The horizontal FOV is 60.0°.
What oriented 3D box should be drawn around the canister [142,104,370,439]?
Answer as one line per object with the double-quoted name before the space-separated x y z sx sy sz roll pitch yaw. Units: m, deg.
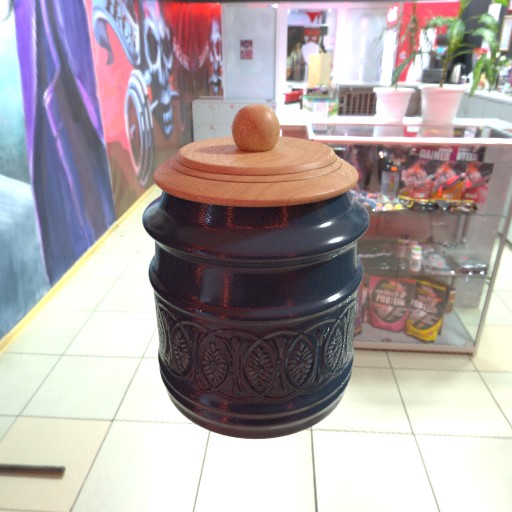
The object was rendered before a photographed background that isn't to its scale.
"canister" 0.000 0.000 0.271 0.130 0.176 0.130 0 25 0
